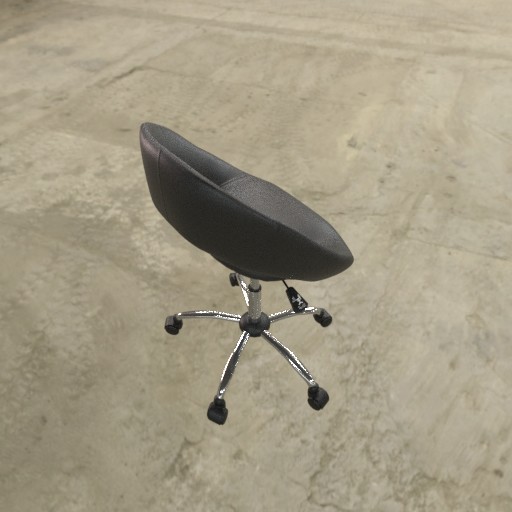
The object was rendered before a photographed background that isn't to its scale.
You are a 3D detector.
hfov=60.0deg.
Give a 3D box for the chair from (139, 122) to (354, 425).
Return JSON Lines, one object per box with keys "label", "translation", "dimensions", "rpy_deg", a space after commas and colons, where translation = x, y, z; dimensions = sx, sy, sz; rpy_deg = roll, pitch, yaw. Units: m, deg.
{"label": "chair", "translation": [0.000, 0.000, 1.201], "dimensions": [0.538, 0.791, 0.612], "rpy_deg": [-26, 48, -26]}
